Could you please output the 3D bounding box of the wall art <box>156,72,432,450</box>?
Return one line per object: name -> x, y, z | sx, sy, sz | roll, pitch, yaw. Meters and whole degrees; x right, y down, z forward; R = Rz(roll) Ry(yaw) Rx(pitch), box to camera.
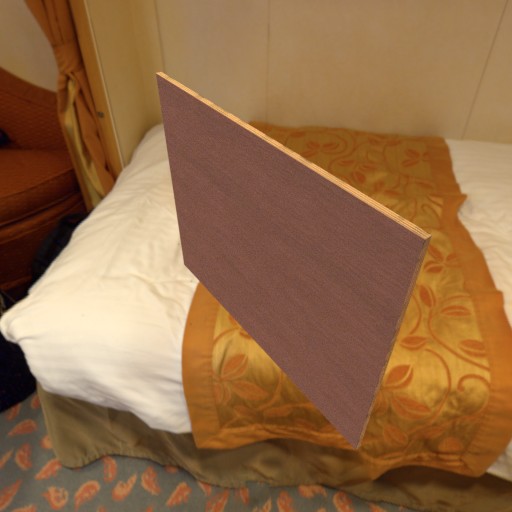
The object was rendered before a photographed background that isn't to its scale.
wall art -> 0.000, 0.000, 0.679 | 0.010, 0.408, 0.508 | -27, 48, -27
